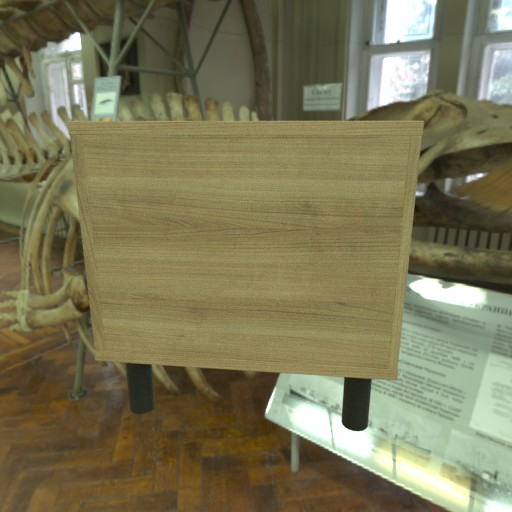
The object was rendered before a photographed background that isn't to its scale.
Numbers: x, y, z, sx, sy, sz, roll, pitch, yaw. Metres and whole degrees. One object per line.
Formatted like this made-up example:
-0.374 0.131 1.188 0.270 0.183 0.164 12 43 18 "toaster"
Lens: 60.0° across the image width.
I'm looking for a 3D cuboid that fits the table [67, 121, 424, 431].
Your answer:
0.000 0.000 0.793 0.445 0.460 0.380 2 17 7 "table"
